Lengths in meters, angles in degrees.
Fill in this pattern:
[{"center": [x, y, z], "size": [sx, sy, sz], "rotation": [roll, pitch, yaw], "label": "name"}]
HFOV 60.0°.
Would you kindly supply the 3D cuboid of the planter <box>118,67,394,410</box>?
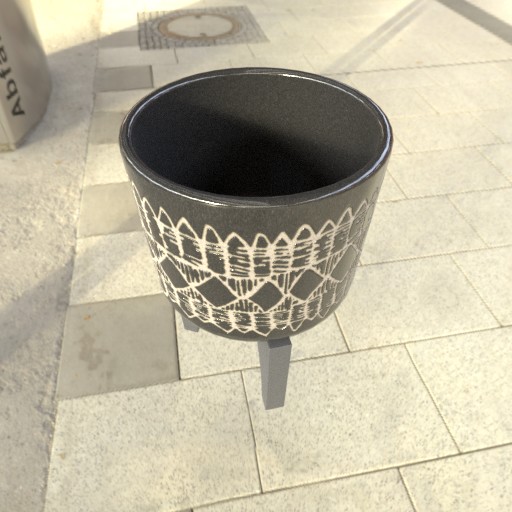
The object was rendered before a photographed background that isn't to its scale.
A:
[{"center": [0.000, 0.000, 0.534], "size": [0.251, 0.355, 0.251], "rotation": [-9, 46, -9], "label": "planter"}]
